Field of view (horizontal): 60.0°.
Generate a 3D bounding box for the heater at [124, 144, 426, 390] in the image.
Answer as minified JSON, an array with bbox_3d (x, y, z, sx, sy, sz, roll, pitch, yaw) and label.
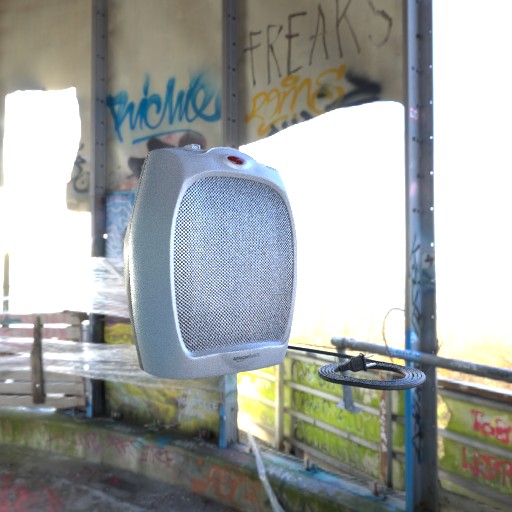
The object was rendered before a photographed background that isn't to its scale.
[{"bbox_3d":[0.000,0.000,0.472,0.239,0.240,0.291,1,-1,-36],"label":"heater"}]
